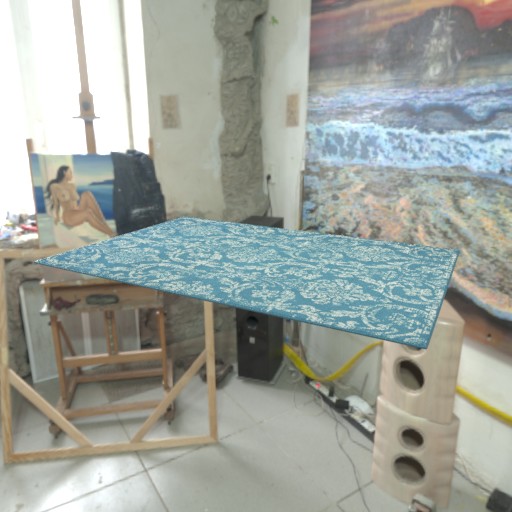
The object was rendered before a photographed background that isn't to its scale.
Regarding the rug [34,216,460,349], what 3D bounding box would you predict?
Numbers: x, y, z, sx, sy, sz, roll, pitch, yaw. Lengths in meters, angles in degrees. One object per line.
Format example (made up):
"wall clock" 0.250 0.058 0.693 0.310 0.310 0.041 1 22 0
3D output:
"rug" 0.000 0.000 3.412 2.746 0.018 1.816 9 19 27
